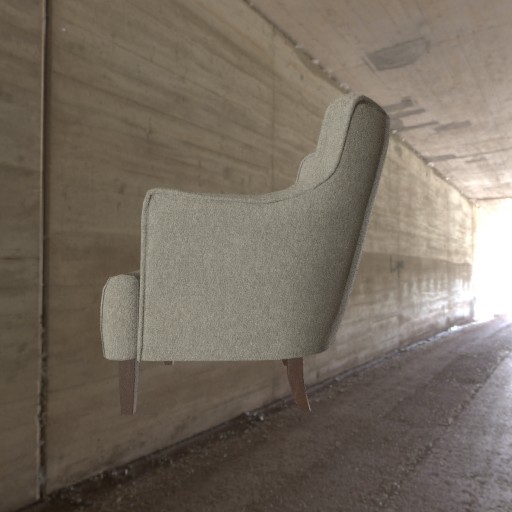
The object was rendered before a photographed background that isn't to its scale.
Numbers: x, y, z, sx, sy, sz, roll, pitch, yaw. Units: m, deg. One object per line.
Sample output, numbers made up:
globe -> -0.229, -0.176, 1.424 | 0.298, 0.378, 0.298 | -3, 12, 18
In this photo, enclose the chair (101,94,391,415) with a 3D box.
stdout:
chair -> 0.000, 0.000, 1.599 | 0.910, 0.920, 0.820 | 0, -1, -1
